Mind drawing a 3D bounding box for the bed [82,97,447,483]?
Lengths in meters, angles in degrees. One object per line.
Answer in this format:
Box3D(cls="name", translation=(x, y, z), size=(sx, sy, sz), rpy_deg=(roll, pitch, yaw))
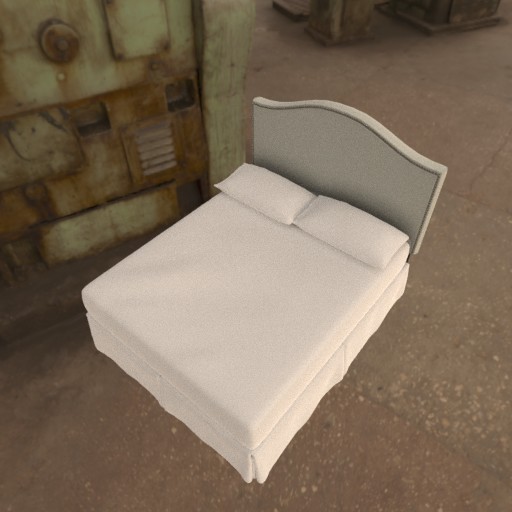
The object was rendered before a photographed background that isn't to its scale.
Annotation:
Box3D(cls="bed", translation=(0.000, 0.000, 3.346), size=(1.813, 1.607, 2.180), rpy_deg=(30, 53, 27))
